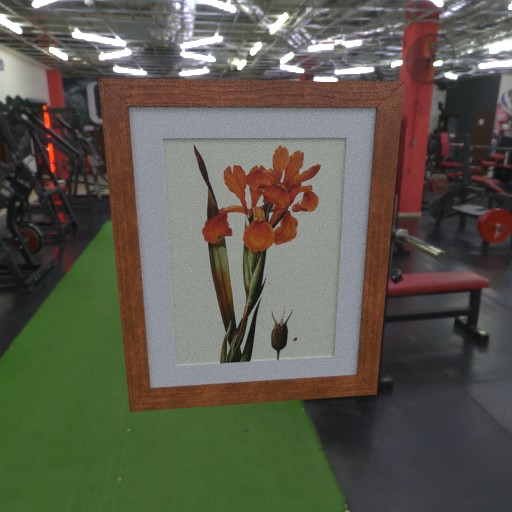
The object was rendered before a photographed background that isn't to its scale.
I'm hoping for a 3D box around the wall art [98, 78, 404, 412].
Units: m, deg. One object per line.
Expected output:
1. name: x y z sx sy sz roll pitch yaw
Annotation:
1. wall art: 0.000 0.000 0.769 0.467 0.567 0.033 -2 17 -6
